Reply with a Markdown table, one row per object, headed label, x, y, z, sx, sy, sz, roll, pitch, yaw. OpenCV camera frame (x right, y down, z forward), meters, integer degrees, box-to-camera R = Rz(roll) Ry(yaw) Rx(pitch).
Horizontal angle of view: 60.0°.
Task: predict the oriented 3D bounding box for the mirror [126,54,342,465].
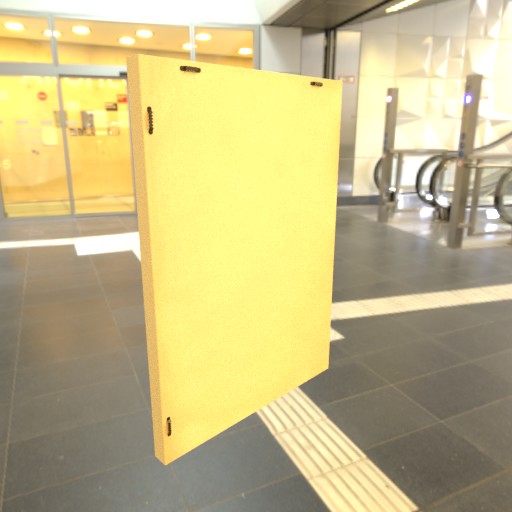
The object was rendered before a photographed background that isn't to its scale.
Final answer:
| label | x | y | z | sx | sy | sz | roll | pitch | yaw |
| --- | --- | --- | --- | --- | --- | --- | --- | --- | --- |
| mirror | 0.000 | 0.000 | 0.916 | 0.507 | 0.710 | 0.040 | -15 | 21 | -42 |
